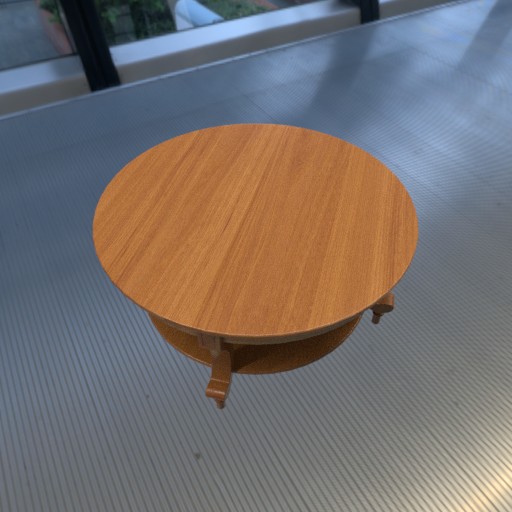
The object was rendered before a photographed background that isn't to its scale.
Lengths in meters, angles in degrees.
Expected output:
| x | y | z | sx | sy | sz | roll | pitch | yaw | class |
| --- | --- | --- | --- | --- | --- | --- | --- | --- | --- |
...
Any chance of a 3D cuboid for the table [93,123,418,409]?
| x | y | z | sx | sy | sz | roll | pitch | yaw | class |
| --- | --- | --- | --- | --- | --- | --- | --- | --- | --- |
| 0.000 | 0.000 | 1.609 | 1.029 | 0.490 | 1.029 | 0 | 46 | 0 | table |
